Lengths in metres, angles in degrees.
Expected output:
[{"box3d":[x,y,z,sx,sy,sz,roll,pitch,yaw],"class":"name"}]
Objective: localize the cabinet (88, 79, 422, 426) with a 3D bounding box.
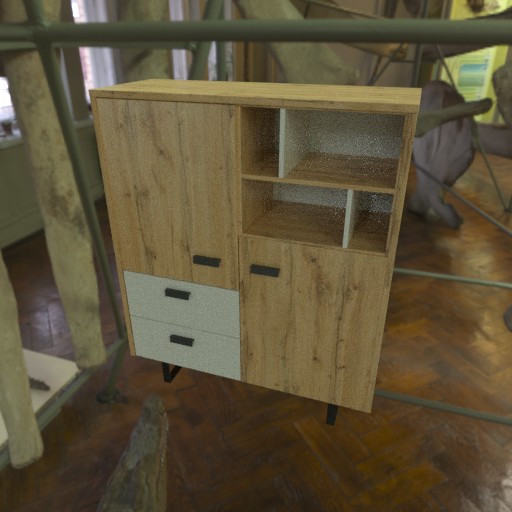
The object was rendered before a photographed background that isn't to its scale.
[{"box3d":[0.000,0.000,1.971,1.168,1.397,0.473,9,28,17],"class":"cabinet"}]
